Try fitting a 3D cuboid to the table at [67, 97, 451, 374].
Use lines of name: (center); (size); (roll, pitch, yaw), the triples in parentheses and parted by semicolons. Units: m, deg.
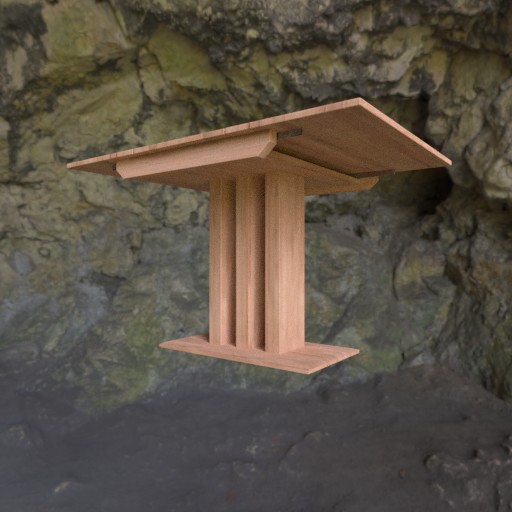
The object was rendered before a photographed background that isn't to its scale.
table: (0.000, 0.000, 1.820); (1.300, 0.770, 0.900); (0, 0, 37)
